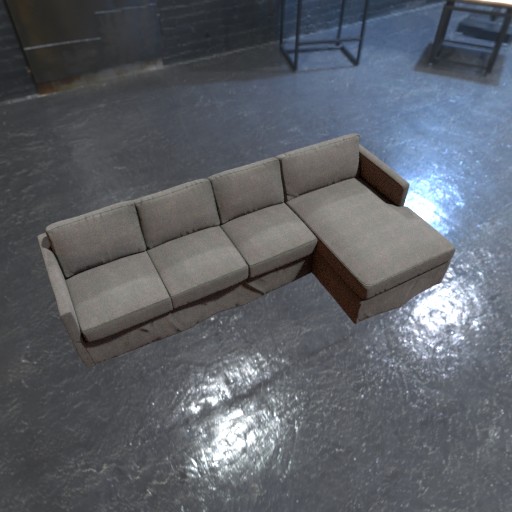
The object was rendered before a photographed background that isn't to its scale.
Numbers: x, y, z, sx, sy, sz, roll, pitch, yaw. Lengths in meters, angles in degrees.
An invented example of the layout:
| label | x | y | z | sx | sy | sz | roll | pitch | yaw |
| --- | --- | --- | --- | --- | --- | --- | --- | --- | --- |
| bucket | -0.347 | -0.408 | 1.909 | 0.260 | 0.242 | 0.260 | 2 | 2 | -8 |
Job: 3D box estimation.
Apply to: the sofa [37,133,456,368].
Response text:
| label | x | y | z | sx | sy | sz | roll | pitch | yaw |
| --- | --- | --- | --- | --- | --- | --- | --- | --- | --- |
| sofa | 0.000 | 0.000 | 3.834 | 3.205 | 0.922 | 1.650 | -21 | 50 | -19 |
